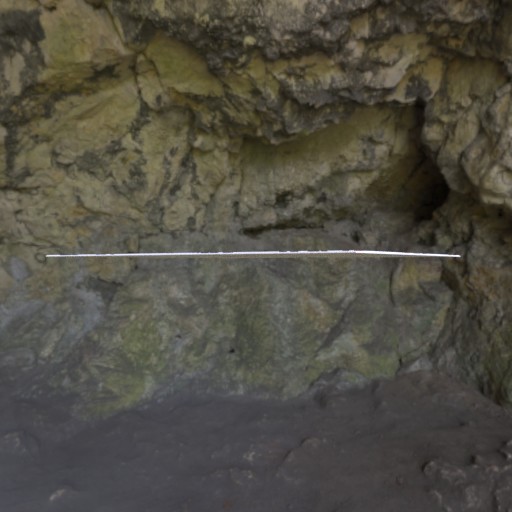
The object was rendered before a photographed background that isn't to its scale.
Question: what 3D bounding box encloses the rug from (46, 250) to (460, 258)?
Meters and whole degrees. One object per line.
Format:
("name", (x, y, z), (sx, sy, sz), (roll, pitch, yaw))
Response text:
("rug", (0.000, 0.000, 4.139), (3.040, 0.014, 2.423), (-1, -1, 36))
